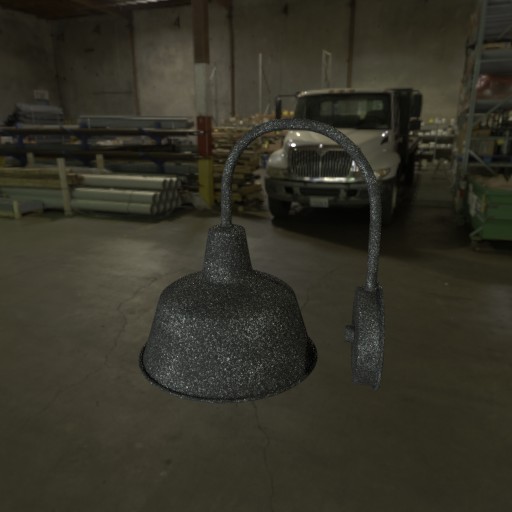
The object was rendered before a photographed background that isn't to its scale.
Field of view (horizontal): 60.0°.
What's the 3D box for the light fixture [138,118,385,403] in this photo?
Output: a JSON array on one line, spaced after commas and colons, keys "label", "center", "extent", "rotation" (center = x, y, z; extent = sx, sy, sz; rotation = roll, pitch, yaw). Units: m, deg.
[{"label": "light fixture", "center": [0.000, 0.000, 0.505], "extent": [0.283, 0.300, 0.216], "rotation": [3, 16, 9]}]
